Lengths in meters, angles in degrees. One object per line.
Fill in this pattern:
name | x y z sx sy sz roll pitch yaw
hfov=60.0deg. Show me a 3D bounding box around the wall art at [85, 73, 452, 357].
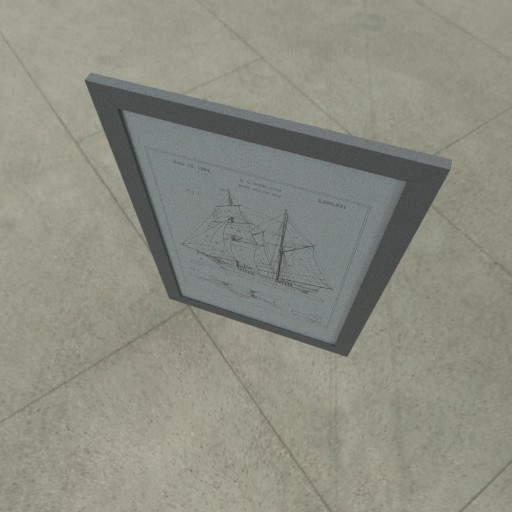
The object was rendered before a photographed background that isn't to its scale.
wall art | 0.000 0.000 0.667 0.380 0.534 0.013 17 60 10
